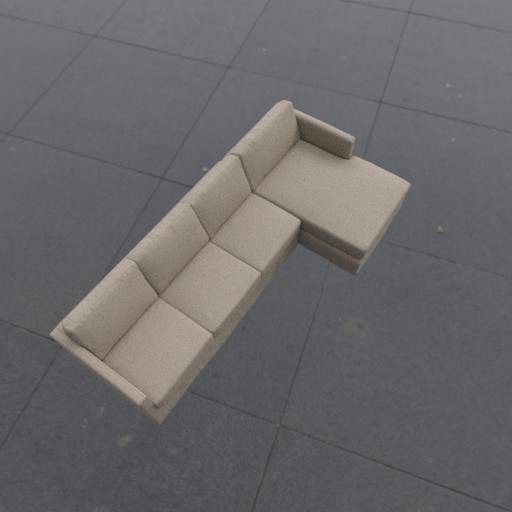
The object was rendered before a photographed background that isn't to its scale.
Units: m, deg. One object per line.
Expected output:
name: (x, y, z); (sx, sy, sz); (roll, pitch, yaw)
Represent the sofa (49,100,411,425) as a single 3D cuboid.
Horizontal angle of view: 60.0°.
sofa: (0.000, 0.000, 3.986); (1.622, 0.867, 3.177); (31, 64, 17)
